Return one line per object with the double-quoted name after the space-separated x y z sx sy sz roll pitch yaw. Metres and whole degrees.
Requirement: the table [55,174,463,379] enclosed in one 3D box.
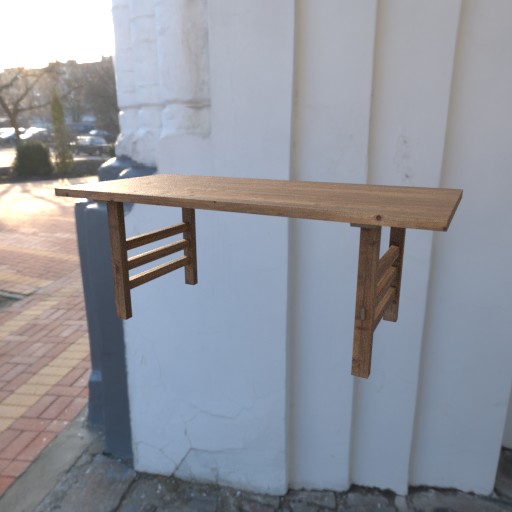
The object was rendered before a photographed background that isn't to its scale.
0.000 0.000 2.505 2.003 0.760 0.952 8 17 26 "table"
